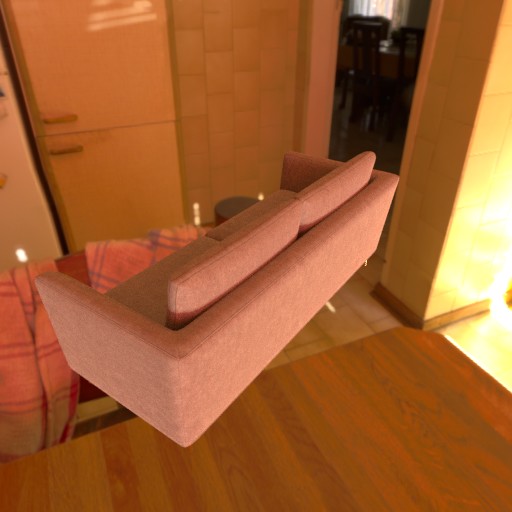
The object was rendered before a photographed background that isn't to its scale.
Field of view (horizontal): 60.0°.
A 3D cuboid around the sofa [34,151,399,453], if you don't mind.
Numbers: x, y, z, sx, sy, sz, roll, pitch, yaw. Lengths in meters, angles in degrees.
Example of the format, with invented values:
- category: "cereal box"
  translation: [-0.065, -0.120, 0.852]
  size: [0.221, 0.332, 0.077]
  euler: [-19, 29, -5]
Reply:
- category: "sofa"
  translation: [0.000, 0.000, 2.563]
  size: [0.889, 0.864, 2.121]
  euler: [20, 37, 30]
